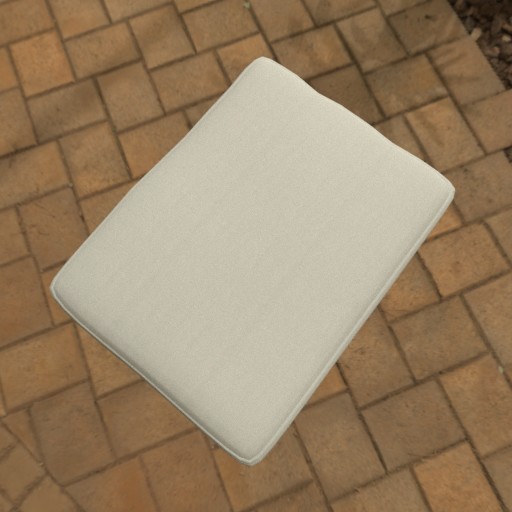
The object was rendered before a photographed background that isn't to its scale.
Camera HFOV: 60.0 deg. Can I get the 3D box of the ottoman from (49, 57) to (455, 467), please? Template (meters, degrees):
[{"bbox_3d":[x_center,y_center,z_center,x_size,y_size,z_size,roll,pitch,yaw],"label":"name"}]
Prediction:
[{"bbox_3d":[0.000,0.000,1.220,0.634,0.496,0.818,38,79,9],"label":"ottoman"}]
